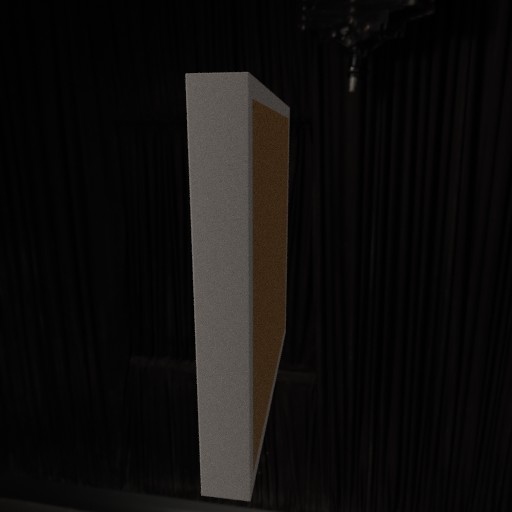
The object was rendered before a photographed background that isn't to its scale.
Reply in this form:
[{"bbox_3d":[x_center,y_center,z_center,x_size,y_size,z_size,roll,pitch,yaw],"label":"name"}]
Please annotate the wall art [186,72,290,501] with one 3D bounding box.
[{"bbox_3d":[0.000,0.000,0.444,0.038,0.302,0.305,2,15,8],"label":"wall art"}]
